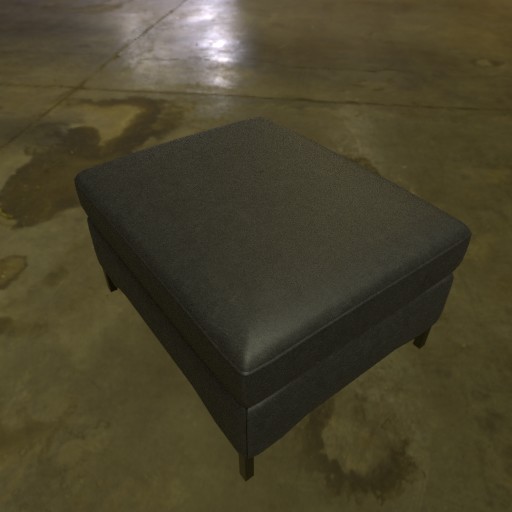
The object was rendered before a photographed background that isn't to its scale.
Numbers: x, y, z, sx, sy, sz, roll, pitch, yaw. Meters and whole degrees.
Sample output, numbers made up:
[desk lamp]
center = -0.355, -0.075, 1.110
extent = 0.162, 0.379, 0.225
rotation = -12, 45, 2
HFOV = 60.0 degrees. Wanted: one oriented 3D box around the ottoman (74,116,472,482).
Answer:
[ottoman]
center = 0.000, 0.000, 1.787
extent = 0.967, 0.696, 1.187
rotation = -26, 46, -27
